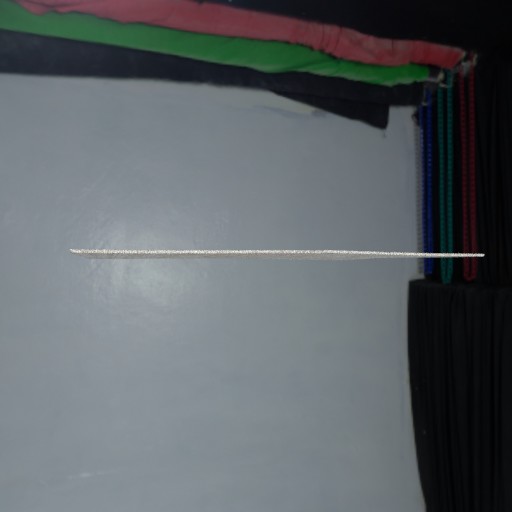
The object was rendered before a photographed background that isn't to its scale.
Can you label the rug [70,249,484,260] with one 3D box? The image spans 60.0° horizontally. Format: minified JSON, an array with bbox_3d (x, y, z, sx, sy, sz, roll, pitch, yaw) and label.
[{"bbox_3d":[0.000,0.000,5.112,3.778,0.053,2.873,0,-1,-18],"label":"rug"}]
